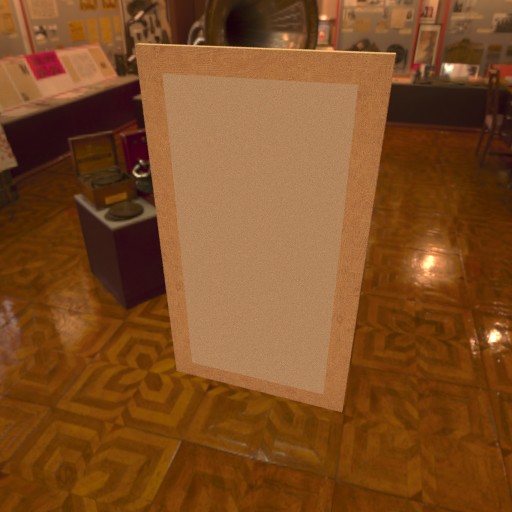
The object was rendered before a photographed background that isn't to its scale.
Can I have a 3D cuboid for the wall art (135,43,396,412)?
[{"bbox_3d":[0.000,0.000,0.801,0.381,0.683,0.013,9,33,15],"label":"wall art"}]
